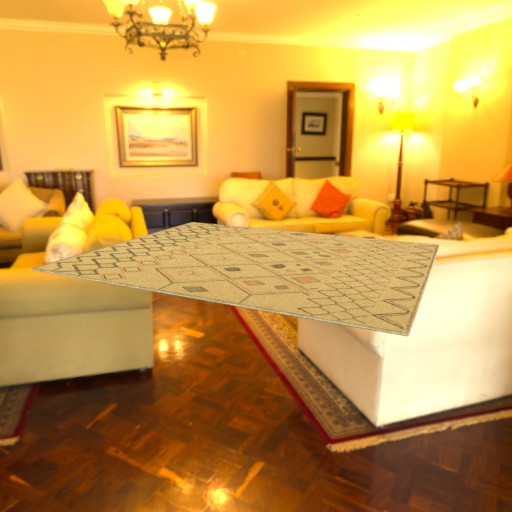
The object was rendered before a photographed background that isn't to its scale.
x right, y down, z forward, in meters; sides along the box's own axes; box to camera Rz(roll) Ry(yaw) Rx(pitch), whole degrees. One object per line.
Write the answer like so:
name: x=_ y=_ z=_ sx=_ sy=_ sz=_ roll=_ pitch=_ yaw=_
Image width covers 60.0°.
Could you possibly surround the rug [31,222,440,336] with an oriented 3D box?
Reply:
rug: x=0.000 y=0.000 z=4.155 sx=3.050 sy=0.016 sz=2.441 roll=7 pitch=16 yaw=25
